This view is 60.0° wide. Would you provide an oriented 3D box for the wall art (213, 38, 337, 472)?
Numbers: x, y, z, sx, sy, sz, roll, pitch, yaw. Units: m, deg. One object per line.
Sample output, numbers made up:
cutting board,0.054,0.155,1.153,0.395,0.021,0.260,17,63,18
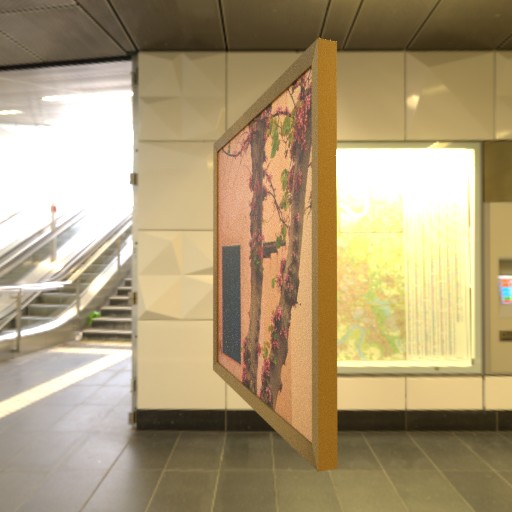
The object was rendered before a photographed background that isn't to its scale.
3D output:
wall art,0.000,0.000,1.144,0.038,0.762,0.762,0,-1,-19
